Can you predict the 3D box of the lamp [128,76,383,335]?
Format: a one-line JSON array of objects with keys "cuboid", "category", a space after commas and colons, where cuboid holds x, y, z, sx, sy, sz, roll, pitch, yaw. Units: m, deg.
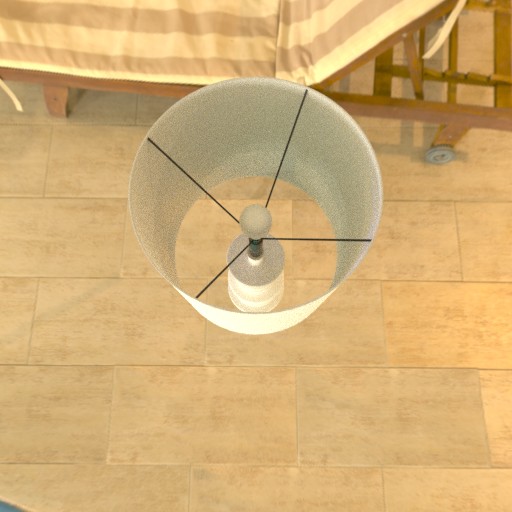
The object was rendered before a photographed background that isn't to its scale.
[{"cuboid": [0.000, 0.000, 0.583, 0.208, 0.455, 0.208, 6, 76, 2], "category": "lamp"}]
